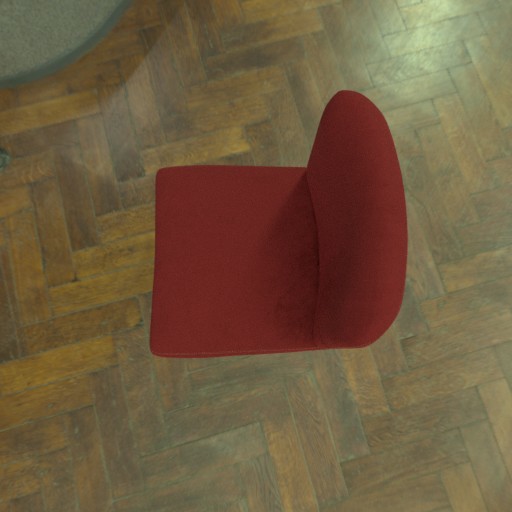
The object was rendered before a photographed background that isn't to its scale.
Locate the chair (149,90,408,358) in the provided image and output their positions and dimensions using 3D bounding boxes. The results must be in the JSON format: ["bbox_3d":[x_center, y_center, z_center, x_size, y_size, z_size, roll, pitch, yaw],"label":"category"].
[{"bbox_3d":[0.000,0.000,1.190,0.560,0.824,0.530,-1,77,0],"label":"chair"}]
